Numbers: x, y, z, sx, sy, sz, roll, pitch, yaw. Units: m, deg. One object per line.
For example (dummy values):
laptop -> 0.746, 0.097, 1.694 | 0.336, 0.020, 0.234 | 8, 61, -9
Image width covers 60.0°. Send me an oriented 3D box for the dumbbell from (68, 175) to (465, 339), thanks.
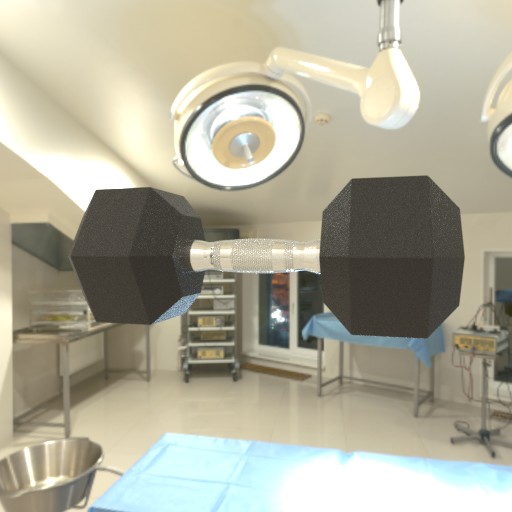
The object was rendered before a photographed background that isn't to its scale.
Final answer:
dumbbell -> 0.000, 0.000, 0.406 | 0.337, 0.123, 0.142 | 0, 1, 15
